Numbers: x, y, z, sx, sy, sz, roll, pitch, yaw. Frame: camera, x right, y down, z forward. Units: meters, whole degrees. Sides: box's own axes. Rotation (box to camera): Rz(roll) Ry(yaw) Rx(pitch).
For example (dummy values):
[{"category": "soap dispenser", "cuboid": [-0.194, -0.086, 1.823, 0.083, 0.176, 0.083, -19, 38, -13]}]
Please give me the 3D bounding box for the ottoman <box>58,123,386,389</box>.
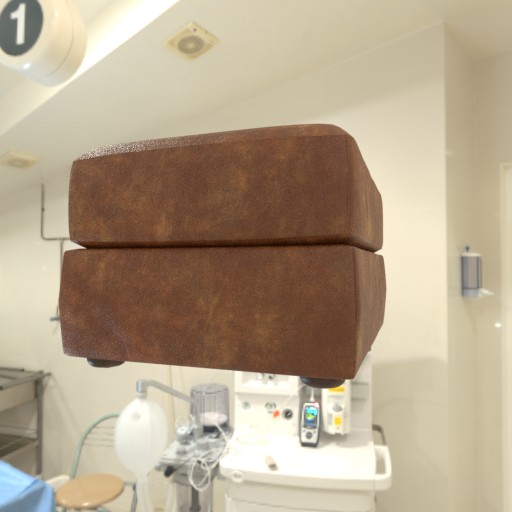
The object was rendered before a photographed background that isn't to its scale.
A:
[{"category": "ottoman", "cuboid": [0.000, 0.000, 1.137, 0.603, 0.476, 0.751, 0, -1, 20]}]
